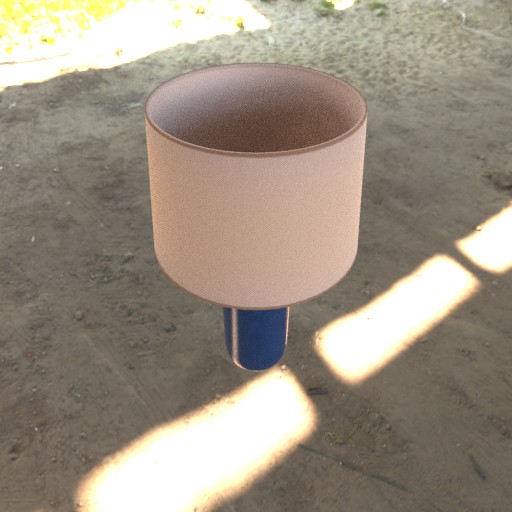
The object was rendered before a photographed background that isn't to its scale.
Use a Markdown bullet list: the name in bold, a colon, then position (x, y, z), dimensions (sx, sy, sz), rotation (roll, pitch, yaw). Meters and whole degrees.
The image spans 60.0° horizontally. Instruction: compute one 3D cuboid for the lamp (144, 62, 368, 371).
- **lamp**: position (0.000, 0.000, 0.848), dimensions (0.367, 0.609, 0.367), rotation (0, 42, 0)
